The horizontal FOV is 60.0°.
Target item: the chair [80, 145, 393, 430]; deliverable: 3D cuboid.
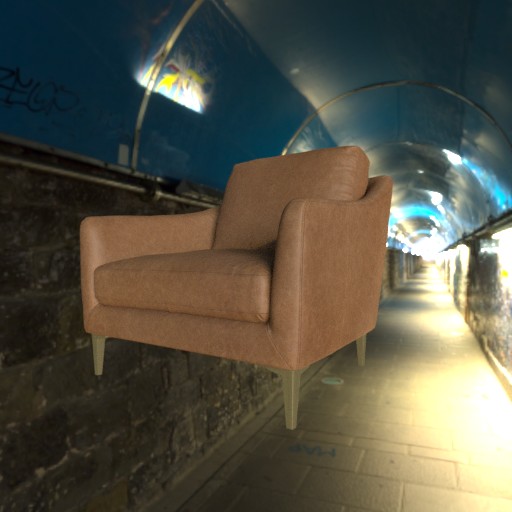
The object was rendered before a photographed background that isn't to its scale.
[{"bbox_3d":[0.000,0.000,1.749,0.988,0.895,0.963,0,0,37],"label":"chair"}]
